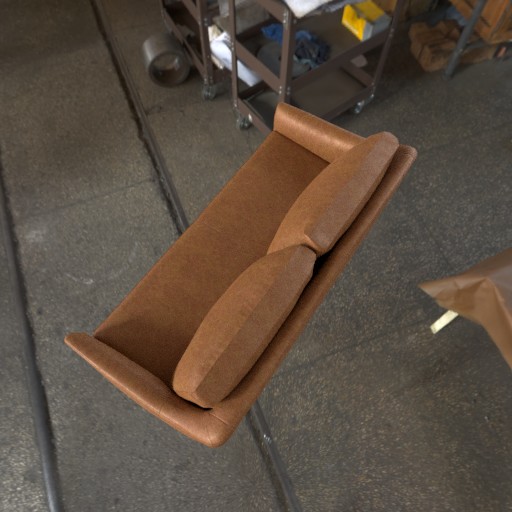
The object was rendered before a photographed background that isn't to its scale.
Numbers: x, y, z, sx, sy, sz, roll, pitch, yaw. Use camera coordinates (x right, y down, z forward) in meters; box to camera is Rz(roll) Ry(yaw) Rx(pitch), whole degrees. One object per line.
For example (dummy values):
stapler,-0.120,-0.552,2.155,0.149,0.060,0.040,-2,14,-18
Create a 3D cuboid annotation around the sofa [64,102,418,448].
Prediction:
sofa,0.000,0.000,2.594,0.981,0.945,2.036,31,67,15
